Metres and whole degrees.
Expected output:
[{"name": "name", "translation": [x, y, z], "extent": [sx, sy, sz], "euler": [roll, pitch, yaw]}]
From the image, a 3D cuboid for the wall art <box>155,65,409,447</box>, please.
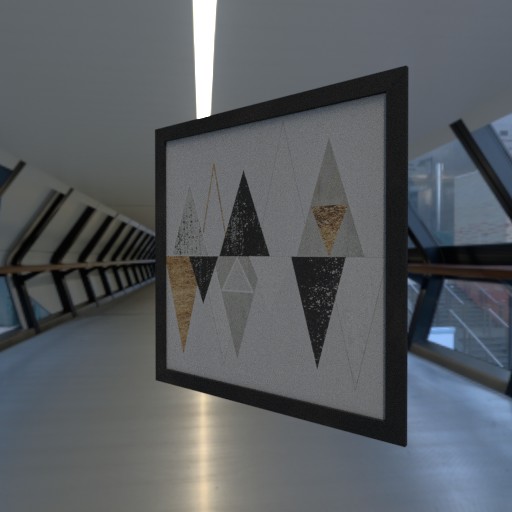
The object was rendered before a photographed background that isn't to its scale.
[{"name": "wall art", "translation": [0.000, 0.000, 1.211], "extent": [0.823, 0.823, 0.013], "euler": [0, 1, 37]}]
